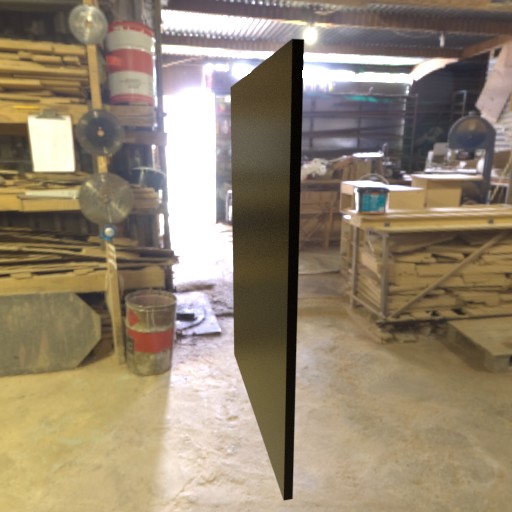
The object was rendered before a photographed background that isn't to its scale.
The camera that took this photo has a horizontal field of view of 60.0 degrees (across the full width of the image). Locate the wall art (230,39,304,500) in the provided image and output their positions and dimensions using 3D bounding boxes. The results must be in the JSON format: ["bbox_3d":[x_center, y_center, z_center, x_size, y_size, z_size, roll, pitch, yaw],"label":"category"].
[{"bbox_3d":[0.000,0.000,0.747,0.013,0.582,0.442,-3,15,-11],"label":"wall art"}]
